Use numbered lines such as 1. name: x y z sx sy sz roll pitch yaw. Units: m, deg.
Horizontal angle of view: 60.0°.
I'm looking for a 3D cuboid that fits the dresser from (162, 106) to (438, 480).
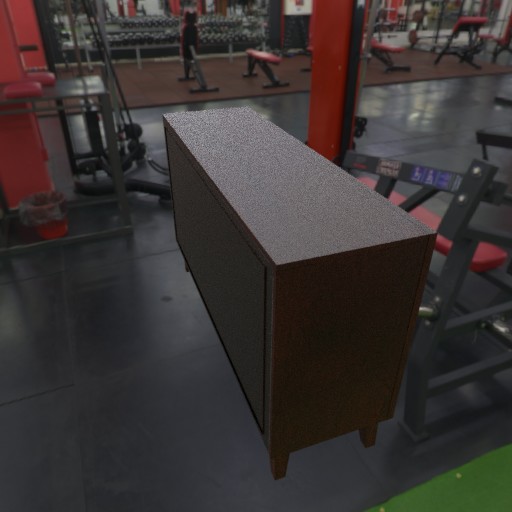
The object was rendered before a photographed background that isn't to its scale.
1. dresser: 0.000 0.000 2.064 0.499 0.971 1.609 -11 33 -17
